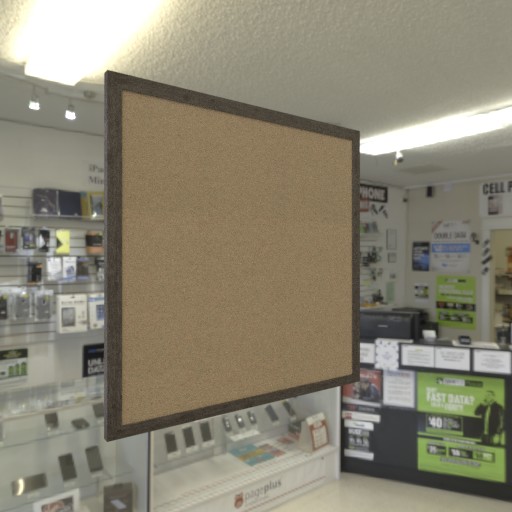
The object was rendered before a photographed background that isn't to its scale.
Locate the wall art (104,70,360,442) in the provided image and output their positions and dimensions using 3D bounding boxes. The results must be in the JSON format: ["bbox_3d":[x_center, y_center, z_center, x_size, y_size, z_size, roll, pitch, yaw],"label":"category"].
[{"bbox_3d":[0.000,0.000,0.682,0.457,0.457,0.013,0,0,-35],"label":"wall art"}]
